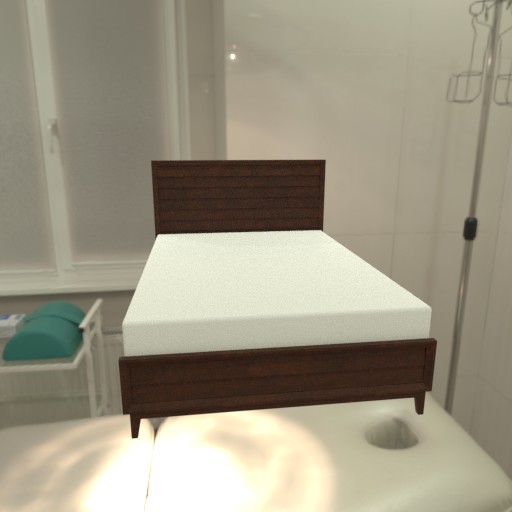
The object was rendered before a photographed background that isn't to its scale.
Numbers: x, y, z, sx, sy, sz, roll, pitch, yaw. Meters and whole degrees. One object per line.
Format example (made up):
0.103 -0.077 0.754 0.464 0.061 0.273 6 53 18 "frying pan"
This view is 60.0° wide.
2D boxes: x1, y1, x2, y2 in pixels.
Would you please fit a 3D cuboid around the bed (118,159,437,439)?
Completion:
0.000 0.000 3.188 1.600 1.270 2.184 -2 14 -7 "bed"
